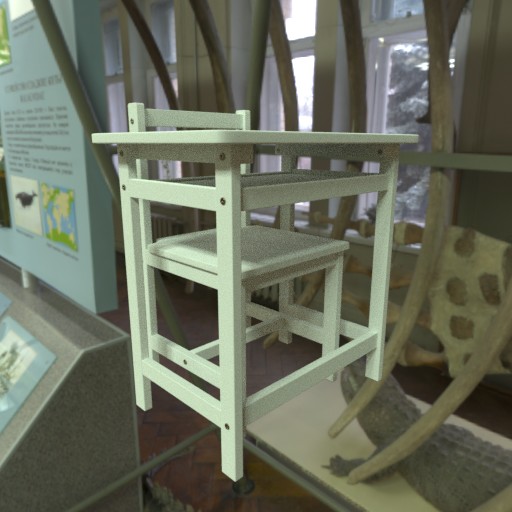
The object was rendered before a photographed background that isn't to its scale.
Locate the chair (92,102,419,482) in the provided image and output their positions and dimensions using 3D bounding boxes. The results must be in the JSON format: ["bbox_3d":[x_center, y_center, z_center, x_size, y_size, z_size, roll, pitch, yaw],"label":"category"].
[{"bbox_3d":[0.000,0.000,1.021,0.599,0.673,0.461,-14,20,-43],"label":"chair"}]
